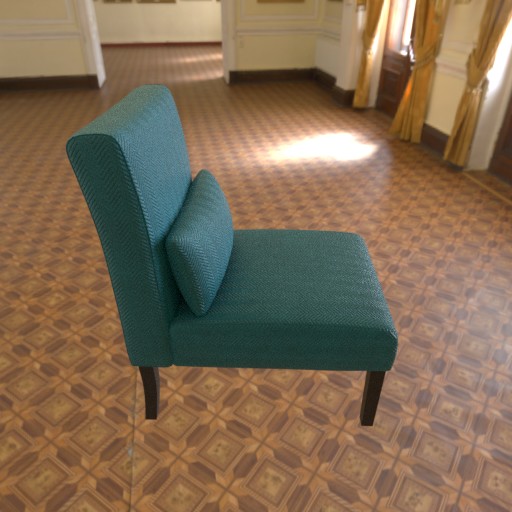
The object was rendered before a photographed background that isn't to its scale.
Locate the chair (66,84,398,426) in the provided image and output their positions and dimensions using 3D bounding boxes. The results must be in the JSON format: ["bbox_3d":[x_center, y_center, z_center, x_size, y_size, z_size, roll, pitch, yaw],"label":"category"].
[{"bbox_3d":[0.000,0.000,1.397,0.808,0.927,0.579,1,31,2],"label":"chair"}]
